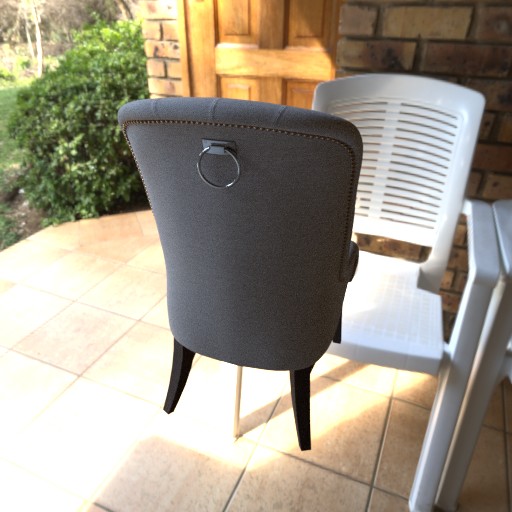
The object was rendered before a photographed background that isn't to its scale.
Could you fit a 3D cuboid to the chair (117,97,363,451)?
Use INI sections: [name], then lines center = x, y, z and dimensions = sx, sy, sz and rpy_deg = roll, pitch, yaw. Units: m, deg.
[chair]
center = 0.000, 0.000, 1.456
dimensions = 0.634, 1.091, 0.629
rpy_deg = 9, 32, 15
